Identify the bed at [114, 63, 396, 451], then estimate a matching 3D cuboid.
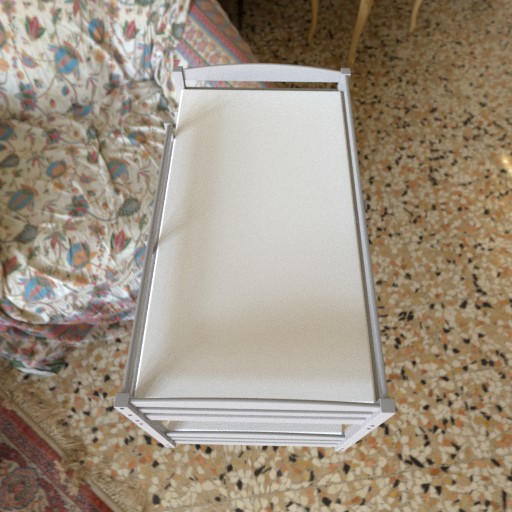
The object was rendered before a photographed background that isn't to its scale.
[{"bbox_3d":[0.000,0.000,2.672,1.105,1.206,2.013,1,60,1],"label":"bed"}]
